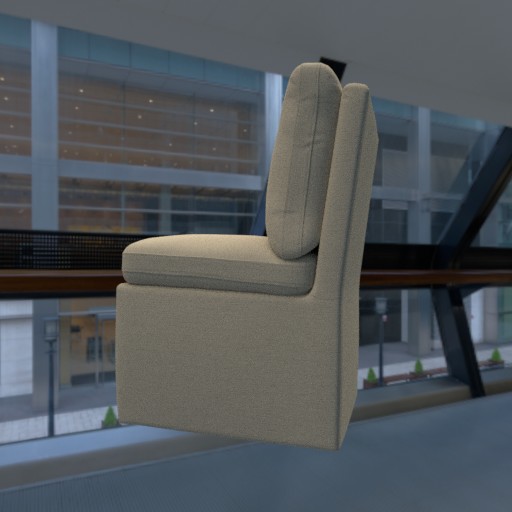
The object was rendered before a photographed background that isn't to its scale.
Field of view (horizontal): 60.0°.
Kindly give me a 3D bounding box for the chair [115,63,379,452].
[{"bbox_3d":[0.000,0.000,1.337,0.698,0.927,0.503,0,0,18],"label":"chair"}]
